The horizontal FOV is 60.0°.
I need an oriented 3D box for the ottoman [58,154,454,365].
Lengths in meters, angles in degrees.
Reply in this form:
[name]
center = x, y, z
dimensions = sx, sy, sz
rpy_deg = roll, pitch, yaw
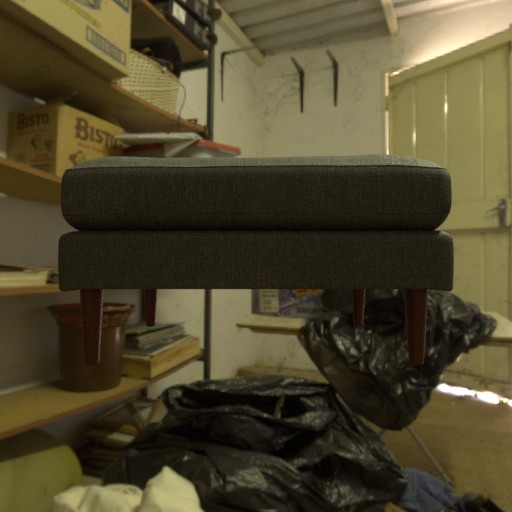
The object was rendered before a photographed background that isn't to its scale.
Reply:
[ottoman]
center = 0.000, 0.000, 1.242
dimensions = 0.821, 0.474, 0.693
rpy_deg = 0, 0, 0
